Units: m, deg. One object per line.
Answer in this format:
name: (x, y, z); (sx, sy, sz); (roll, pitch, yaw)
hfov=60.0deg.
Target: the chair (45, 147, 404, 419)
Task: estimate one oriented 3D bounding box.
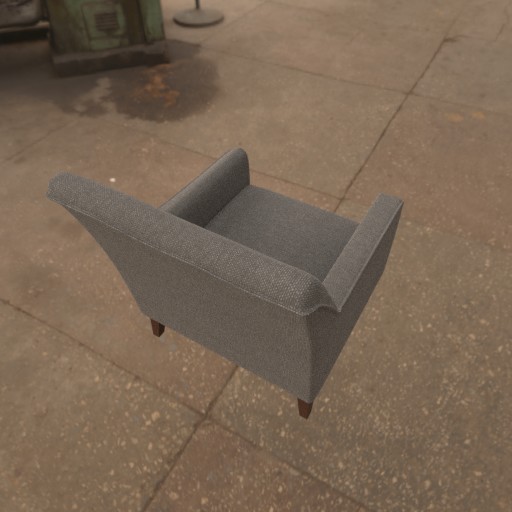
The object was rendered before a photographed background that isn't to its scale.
chair: (0.000, 0.000, 1.587); (0.780, 0.919, 0.899); (23, 50, 21)
